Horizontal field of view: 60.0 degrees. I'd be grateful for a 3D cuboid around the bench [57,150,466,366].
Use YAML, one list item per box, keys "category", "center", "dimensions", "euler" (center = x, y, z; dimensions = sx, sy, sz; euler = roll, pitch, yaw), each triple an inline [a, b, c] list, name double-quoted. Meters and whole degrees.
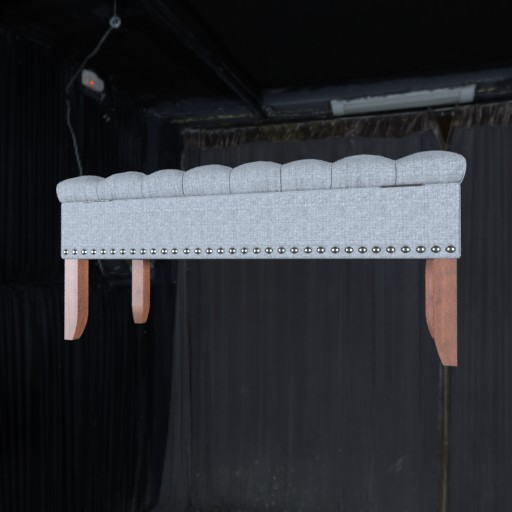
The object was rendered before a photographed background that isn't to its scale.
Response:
- category: "bench"
  center: [0.000, 0.000, 1.270]
  dimensions: [1.052, 0.470, 0.417]
  euler: [0, -1, 18]
